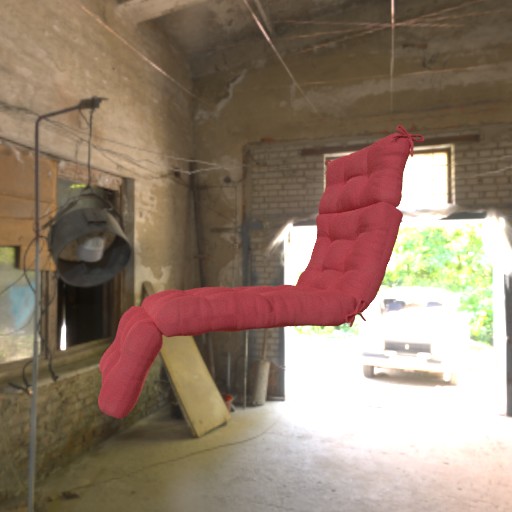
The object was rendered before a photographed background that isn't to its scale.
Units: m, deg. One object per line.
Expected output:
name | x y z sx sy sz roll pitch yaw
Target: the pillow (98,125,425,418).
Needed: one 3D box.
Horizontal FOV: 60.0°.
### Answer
pillow | 0.000 0.000 1.525 1.016 0.863 0.526 0 -1 -19
